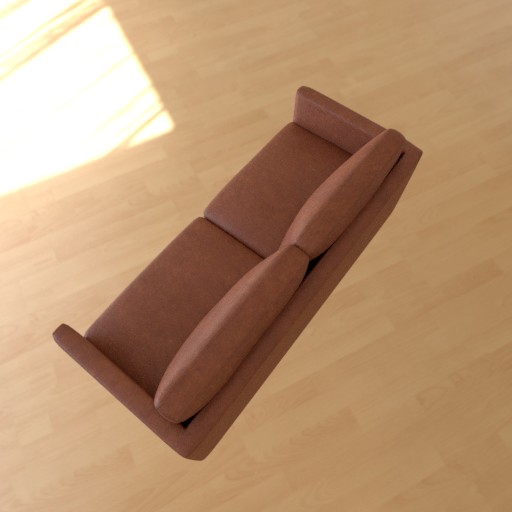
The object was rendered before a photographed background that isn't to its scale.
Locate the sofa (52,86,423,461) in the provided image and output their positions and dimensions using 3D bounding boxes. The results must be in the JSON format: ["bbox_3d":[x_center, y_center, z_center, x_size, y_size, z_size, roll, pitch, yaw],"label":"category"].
[{"bbox_3d":[0.000,0.000,2.721,0.950,0.932,2.204,35,69,16],"label":"sofa"}]
